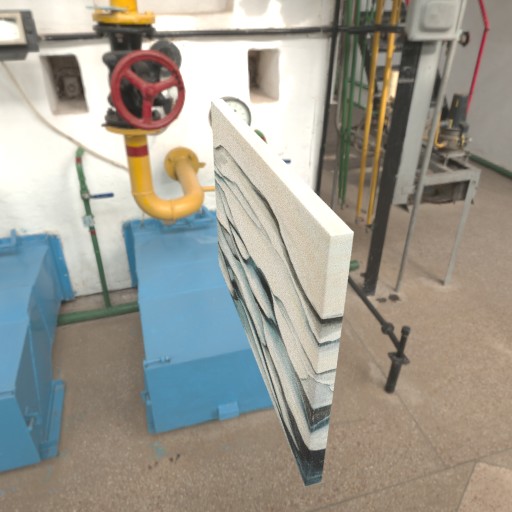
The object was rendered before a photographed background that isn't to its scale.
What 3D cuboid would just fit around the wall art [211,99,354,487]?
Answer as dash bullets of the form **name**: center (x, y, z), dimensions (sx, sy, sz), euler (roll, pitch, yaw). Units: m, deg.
- **wall art**: center (0.000, 0.000, 1.162), dimensions (0.039, 0.609, 0.914), euler (-8, 32, -13)
